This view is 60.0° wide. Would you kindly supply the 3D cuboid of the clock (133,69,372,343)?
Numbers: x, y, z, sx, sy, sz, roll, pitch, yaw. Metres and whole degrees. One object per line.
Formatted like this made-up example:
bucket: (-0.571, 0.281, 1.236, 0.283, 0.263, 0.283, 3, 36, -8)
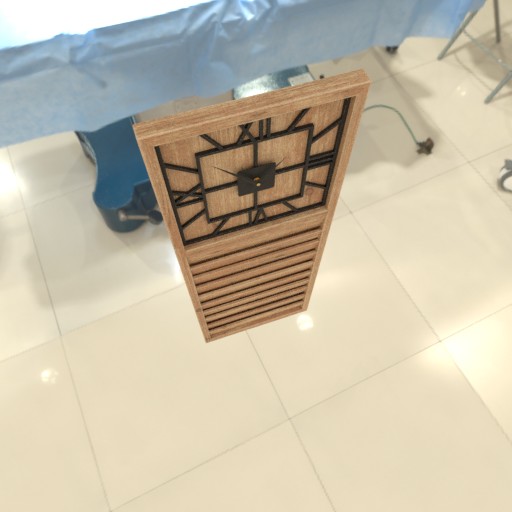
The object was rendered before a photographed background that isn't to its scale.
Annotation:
clock: (0.000, 0.000, 1.075, 0.361, 0.965, 0.030, -17, 63, -9)
